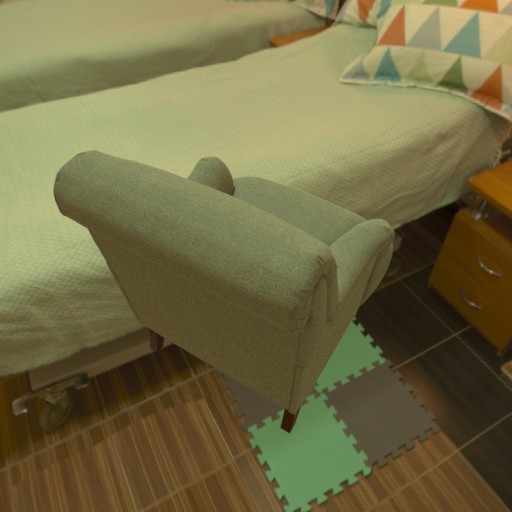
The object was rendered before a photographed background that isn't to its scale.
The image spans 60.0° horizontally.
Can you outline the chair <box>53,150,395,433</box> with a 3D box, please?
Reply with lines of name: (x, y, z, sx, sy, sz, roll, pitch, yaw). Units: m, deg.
chair: (0.000, 0.000, 1.907, 0.964, 1.178, 1.060, 25, 51, 22)
